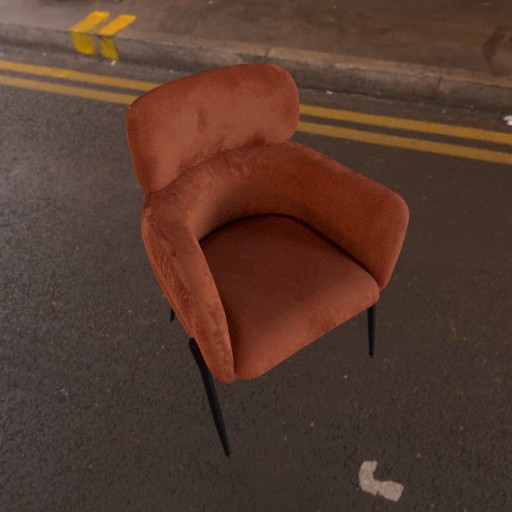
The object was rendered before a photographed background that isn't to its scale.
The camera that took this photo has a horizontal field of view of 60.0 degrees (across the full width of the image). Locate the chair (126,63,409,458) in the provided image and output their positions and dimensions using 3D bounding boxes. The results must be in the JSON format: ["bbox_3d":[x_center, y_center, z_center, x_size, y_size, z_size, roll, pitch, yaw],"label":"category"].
[{"bbox_3d":[0.000,0.000,1.126,0.561,0.772,0.523,-26,52,-23],"label":"chair"}]
